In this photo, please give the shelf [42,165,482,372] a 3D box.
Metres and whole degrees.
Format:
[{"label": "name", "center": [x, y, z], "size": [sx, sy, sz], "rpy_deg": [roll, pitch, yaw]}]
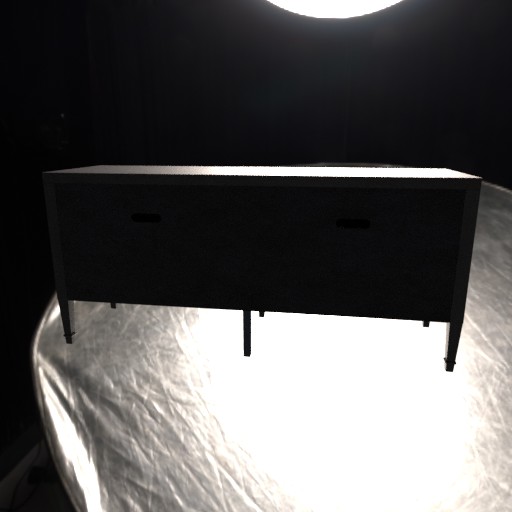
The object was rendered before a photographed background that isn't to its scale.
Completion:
[{"label": "shelf", "center": [0.000, 0.000, 1.890], "size": [1.575, 0.719, 0.479], "rpy_deg": [2, 15, 8]}]
